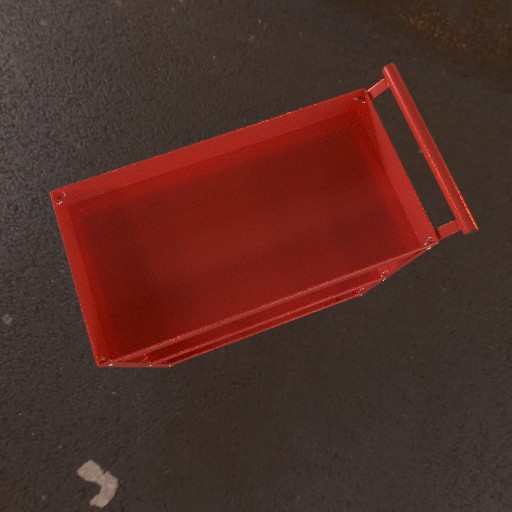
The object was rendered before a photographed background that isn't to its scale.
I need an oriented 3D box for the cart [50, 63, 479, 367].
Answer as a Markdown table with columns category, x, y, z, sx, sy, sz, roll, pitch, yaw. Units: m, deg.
| category | x | y | z | sx | sy | sz | roll | pitch | yaw |
| --- | --- | --- | --- | --- | --- | --- | --- | --- | --- |
| cart | 0.000 | 0.000 | 1.173 | 0.719 | 0.780 | 0.366 | -20 | 77 | -5 |
